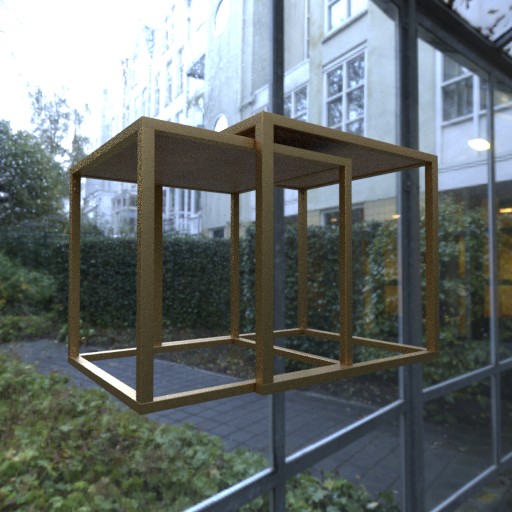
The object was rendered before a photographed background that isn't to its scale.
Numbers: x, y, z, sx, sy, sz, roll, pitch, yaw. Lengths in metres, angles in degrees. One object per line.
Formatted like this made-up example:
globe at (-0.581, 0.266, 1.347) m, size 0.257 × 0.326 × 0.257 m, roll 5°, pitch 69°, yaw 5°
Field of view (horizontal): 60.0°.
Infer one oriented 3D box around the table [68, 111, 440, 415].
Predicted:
table at (0.000, 0.000, 1.082) m, size 0.762 × 0.505 × 0.505 m, roll 1°, pitch -2°, yaw -36°
